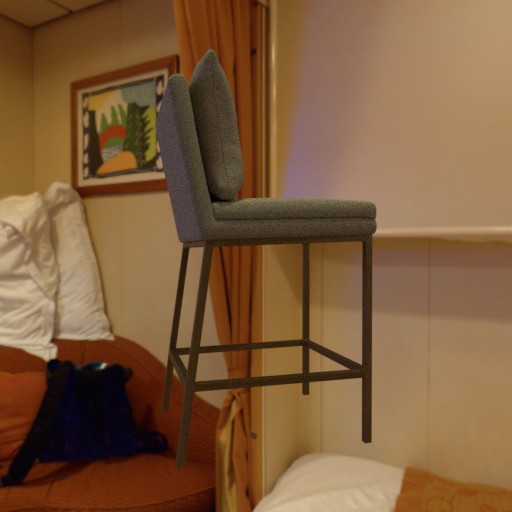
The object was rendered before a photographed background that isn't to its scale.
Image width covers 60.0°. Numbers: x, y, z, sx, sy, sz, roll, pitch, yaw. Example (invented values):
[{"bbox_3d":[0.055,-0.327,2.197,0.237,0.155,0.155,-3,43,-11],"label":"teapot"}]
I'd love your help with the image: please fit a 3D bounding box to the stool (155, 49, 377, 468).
[{"bbox_3d":[0.000,0.000,1.356,0.569,1.031,0.463,0,1,-17],"label":"stool"}]
